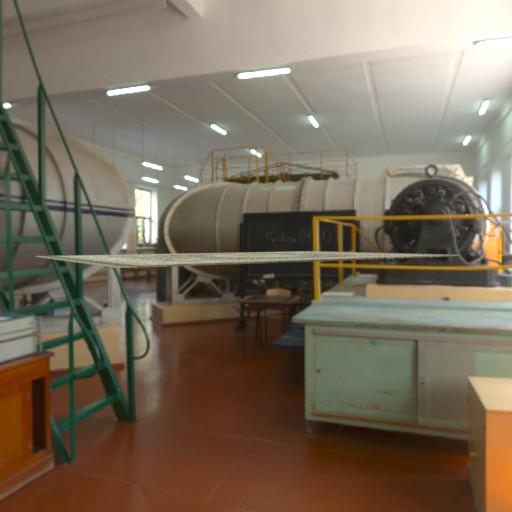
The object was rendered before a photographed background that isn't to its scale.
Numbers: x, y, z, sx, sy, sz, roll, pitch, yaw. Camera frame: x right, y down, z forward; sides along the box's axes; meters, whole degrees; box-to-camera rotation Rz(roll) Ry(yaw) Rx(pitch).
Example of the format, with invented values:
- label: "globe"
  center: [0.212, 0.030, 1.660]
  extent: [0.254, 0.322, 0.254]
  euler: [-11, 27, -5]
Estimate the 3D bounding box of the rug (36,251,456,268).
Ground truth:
- label: "rug"
  center: [0.000, 0.000, 4.192]
  extent: [3.422, 0.015, 2.143]
  euler: [-1, 2, -36]
